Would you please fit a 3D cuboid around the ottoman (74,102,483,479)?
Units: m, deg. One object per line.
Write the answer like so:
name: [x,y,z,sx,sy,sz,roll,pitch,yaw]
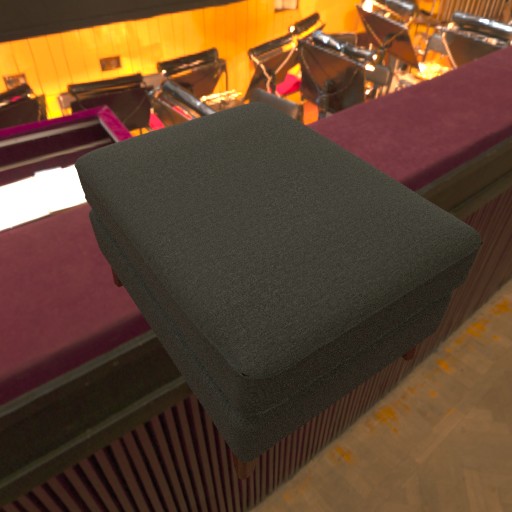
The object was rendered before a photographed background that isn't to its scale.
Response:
ottoman: [0.000,0.000,1.185,0.629,0.503,0.835,-25,48,-25]
